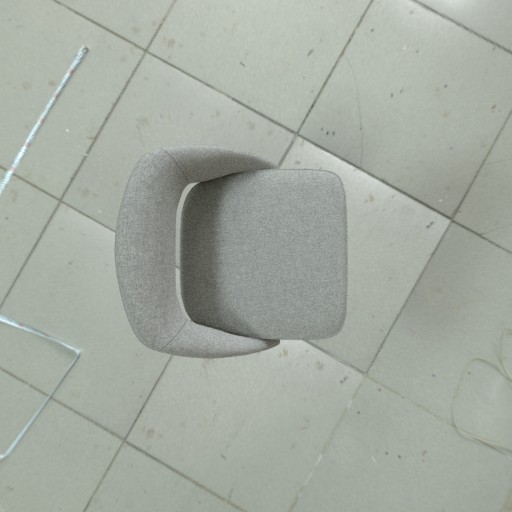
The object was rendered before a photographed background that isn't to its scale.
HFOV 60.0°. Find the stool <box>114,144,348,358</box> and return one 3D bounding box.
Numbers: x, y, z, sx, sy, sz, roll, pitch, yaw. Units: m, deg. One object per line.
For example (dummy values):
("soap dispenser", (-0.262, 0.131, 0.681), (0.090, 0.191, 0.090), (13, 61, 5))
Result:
("stool", (0.000, 0.000, 1.340), (0.509, 1.037, 0.494), (0, 88, 1))
